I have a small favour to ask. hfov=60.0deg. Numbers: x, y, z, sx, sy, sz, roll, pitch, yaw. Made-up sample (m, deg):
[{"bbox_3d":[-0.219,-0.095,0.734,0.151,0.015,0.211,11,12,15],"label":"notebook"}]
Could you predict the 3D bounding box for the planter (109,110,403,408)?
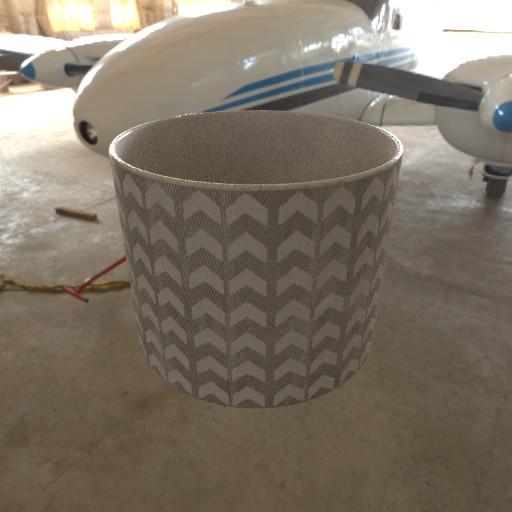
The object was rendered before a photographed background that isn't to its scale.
[{"bbox_3d":[0.000,0.000,0.341,0.190,0.181,0.190,0,29,0],"label":"planter"}]
